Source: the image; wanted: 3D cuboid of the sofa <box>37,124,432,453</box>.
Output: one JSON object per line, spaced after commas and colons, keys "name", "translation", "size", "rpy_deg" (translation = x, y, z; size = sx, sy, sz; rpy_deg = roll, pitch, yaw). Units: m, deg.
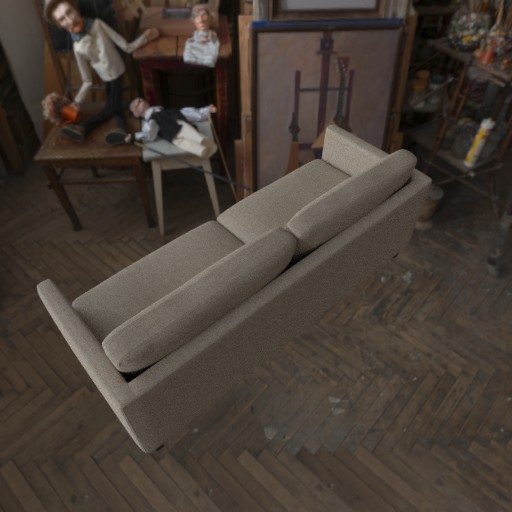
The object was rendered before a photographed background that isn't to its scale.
{"name": "sofa", "translation": [0.000, 0.000, 2.911], "size": [2.434, 0.965, 0.951], "rpy_deg": [-34, 57, -26]}
